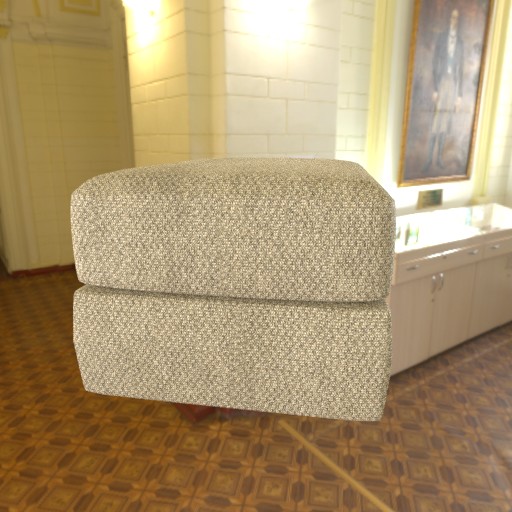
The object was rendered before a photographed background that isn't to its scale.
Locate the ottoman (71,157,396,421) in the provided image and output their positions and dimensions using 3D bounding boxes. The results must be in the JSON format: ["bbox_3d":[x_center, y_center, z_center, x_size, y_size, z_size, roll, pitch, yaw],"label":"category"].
[{"bbox_3d":[0.000,0.000,1.129,0.603,0.476,0.751,3,15,10],"label":"ottoman"}]
